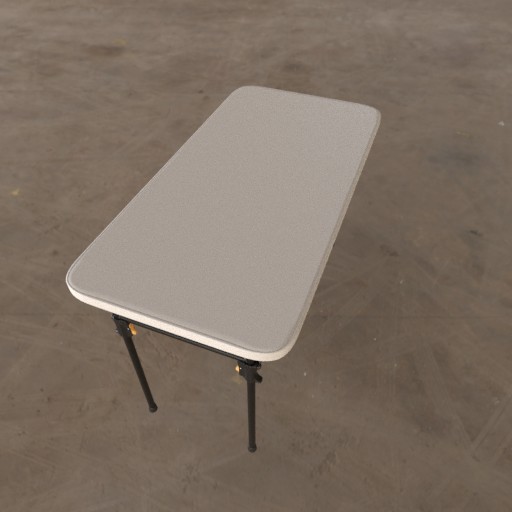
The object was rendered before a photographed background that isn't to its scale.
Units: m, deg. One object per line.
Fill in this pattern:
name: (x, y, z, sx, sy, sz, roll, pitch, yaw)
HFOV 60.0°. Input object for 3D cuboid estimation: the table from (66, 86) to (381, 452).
table: (0.000, 0.000, 1.677, 0.610, 0.729, 1.219, 16, 48, 15)
